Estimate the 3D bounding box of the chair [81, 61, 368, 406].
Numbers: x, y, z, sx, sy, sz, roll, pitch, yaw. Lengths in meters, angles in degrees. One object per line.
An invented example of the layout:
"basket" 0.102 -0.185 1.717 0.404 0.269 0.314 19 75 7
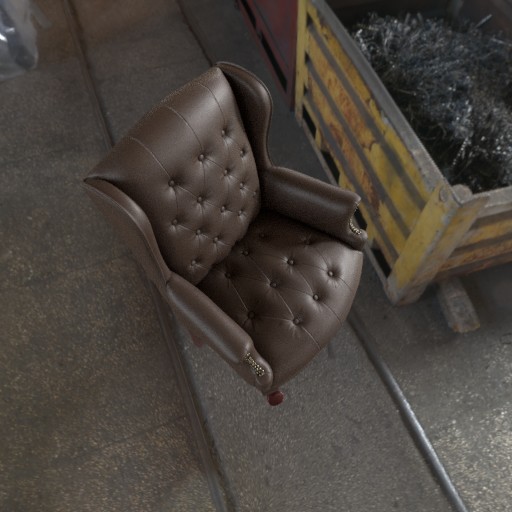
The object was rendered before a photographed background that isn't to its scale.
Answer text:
"chair" 0.000 0.000 1.737 0.819 1.132 0.829 31 64 17
